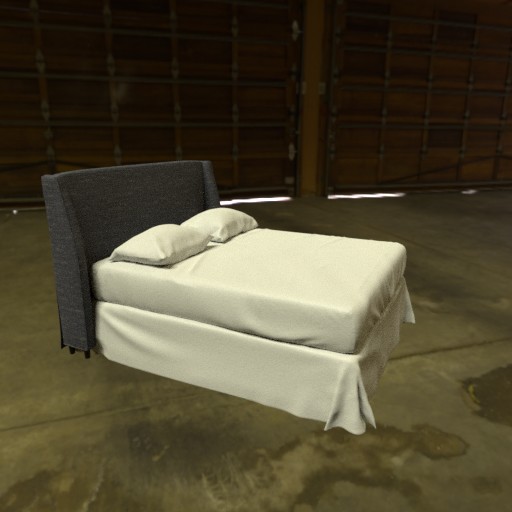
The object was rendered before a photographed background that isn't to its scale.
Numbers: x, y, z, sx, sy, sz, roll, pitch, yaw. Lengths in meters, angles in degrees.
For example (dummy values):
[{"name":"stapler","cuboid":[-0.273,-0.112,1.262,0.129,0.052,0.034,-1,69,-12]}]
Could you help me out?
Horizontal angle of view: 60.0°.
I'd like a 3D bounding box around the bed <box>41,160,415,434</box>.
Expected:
[{"name":"bed","cuboid":[0.000,0.000,3.434,2.276,1.332,1.925,8,17,26]}]
